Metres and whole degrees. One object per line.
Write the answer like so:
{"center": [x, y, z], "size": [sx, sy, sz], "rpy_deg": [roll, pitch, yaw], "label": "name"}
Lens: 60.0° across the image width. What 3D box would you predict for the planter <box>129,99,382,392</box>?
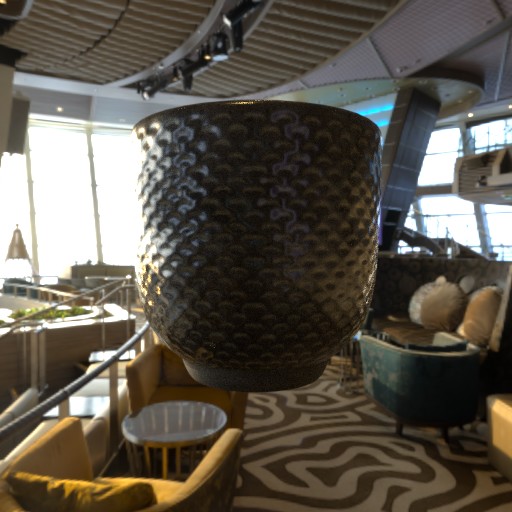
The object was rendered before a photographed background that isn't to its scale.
{"center": [0.000, 0.000, 0.360], "size": [0.197, 0.191, 0.197], "rpy_deg": [0, 1, 0], "label": "planter"}
